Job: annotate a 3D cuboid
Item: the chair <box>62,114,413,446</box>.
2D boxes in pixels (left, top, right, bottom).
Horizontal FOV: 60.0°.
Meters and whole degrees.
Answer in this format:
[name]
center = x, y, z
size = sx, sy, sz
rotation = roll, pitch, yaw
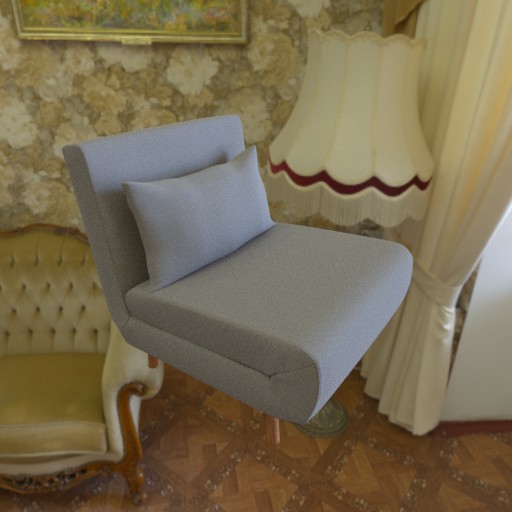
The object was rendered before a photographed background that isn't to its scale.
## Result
[chair]
center = 0.000, 0.000, 1.517
size = 0.902, 0.808, 0.770
rotation = 17, 30, 31
